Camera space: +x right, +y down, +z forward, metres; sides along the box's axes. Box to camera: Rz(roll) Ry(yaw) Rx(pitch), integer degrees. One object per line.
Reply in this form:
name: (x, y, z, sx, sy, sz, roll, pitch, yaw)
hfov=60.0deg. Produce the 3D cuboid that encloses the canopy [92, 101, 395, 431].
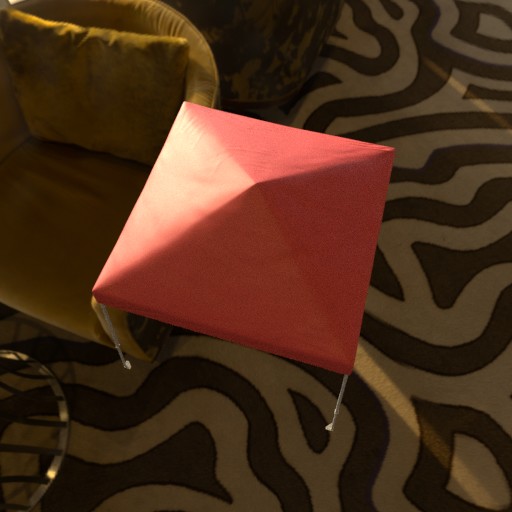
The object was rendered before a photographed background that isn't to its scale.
canopy: (0.000, 0.000, 6.415, 3.600, 3.600, 3.599, 15, 65, 7)
